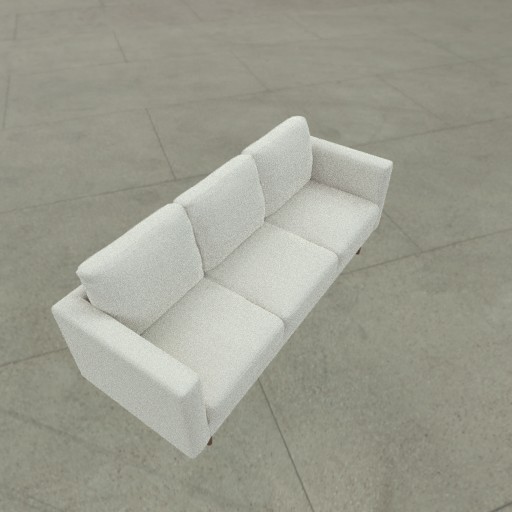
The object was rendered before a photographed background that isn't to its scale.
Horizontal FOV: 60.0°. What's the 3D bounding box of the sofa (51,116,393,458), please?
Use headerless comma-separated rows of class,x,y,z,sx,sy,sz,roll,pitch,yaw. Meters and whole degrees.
sofa,0.000,0.000,2.538,0.802,0.912,2.029,25,48,25
